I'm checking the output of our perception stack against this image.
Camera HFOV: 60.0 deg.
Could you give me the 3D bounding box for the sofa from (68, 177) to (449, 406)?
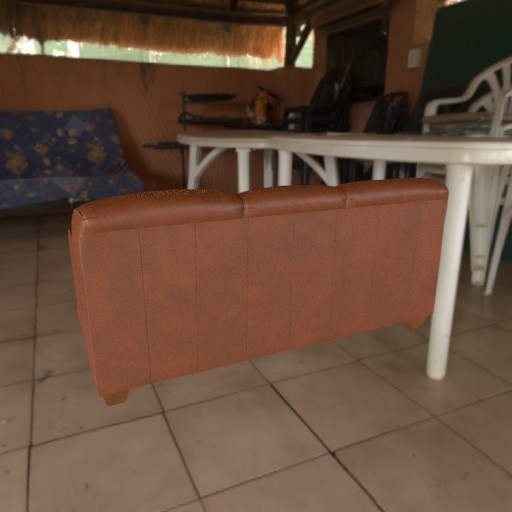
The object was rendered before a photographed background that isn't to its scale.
[{"bbox_3d":[0.000,0.000,2.646,2.039,0.953,1.008,-8,18,-25],"label":"sofa"}]
